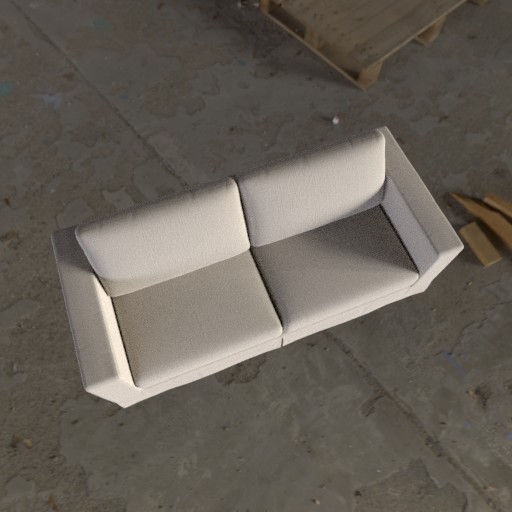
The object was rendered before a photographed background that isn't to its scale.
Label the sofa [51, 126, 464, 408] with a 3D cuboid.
[{"bbox_3d":[0.000,0.000,2.665,2.163,0.881,0.954,-19,67,-9],"label":"sofa"}]
